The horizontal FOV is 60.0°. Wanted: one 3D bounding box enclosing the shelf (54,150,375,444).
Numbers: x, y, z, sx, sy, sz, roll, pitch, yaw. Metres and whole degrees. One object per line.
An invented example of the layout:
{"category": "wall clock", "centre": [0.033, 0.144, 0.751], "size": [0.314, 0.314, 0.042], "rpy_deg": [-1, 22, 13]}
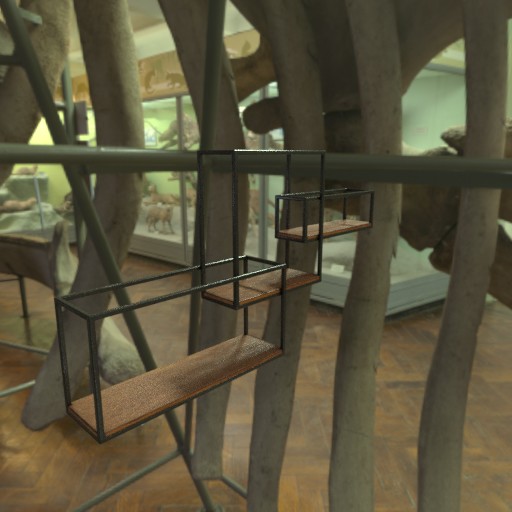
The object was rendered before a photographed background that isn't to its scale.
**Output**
{"category": "shelf", "centre": [0.000, 0.000, 2.099], "size": [0.275, 0.972, 1.781], "rpy_deg": [13, 18, 43]}
